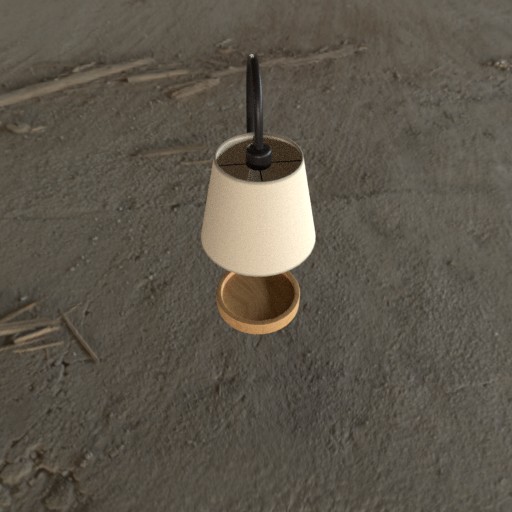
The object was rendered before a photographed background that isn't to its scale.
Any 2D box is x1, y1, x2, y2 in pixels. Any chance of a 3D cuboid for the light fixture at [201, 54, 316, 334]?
[{"bbox_3d":[0.000,0.000,0.956,0.220,0.821,0.299,-4,46,-4],"label":"light fixture"}]
